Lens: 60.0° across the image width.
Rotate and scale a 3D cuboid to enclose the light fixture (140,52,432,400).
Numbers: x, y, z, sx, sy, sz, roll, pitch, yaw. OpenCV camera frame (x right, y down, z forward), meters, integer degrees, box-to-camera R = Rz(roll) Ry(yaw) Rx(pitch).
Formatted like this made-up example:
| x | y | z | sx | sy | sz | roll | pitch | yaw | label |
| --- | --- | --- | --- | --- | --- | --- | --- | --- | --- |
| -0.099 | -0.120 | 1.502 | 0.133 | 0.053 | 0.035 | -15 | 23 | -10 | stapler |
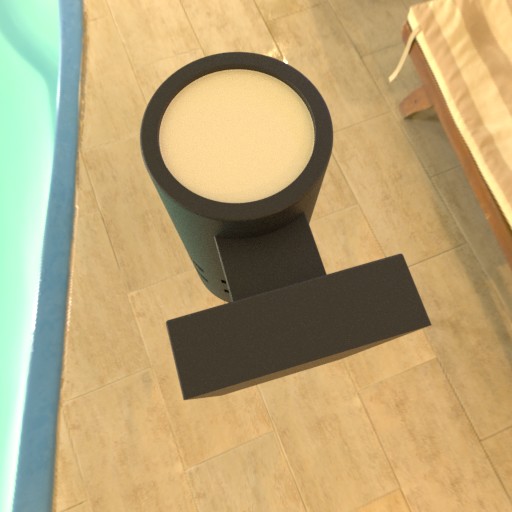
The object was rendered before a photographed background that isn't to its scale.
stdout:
| x | y | z | sx | sy | sz | roll | pitch | yaw | label |
| --- | --- | --- | --- | --- | --- | --- | --- | --- | --- |
| 0.000 | 0.000 | 0.261 | 0.098 | 0.179 | 0.138 | -16 | 74 | -5 | light fixture |
